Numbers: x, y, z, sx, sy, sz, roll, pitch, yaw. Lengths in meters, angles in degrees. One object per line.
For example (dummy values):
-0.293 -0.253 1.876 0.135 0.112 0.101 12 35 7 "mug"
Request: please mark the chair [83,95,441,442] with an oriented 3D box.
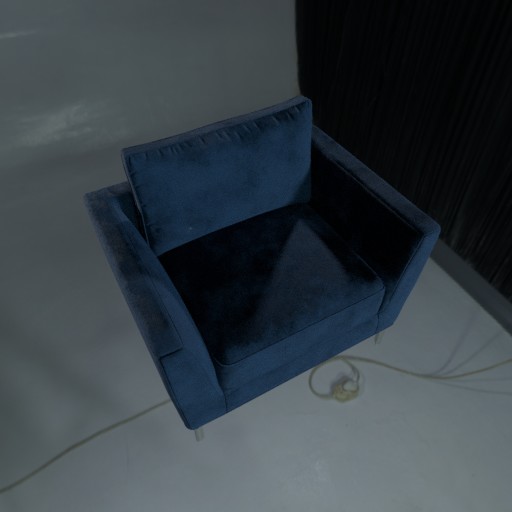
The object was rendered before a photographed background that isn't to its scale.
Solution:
0.000 0.000 1.633 0.977 0.893 0.746 -22 51 -20 "chair"
